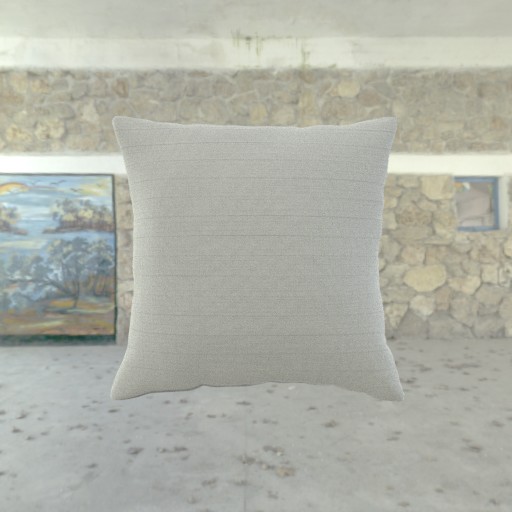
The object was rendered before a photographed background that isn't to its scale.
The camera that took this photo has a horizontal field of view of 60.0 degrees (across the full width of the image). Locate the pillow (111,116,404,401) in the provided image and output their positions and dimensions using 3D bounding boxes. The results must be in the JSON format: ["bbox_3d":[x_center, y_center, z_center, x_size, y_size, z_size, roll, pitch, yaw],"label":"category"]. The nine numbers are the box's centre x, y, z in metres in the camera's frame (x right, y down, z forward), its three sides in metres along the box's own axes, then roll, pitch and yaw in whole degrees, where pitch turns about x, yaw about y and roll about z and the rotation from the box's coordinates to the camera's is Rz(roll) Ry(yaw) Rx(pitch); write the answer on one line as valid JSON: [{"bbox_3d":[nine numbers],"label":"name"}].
[{"bbox_3d":[0.000,0.000,0.720,0.470,0.464,0.175,0,-1,0],"label":"pillow"}]
